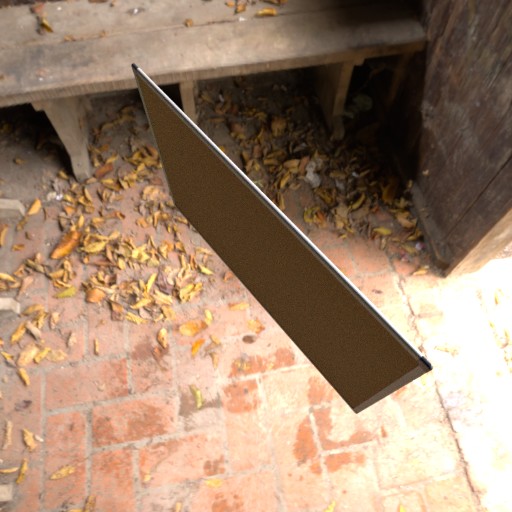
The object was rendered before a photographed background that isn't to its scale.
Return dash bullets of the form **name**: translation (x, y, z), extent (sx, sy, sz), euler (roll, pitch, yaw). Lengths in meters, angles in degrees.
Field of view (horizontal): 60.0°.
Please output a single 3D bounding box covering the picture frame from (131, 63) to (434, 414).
- **picture frame**: translation (0.000, 0.000, 1.132), extent (0.010, 0.600, 0.900), euler (-36, 69, -16)
